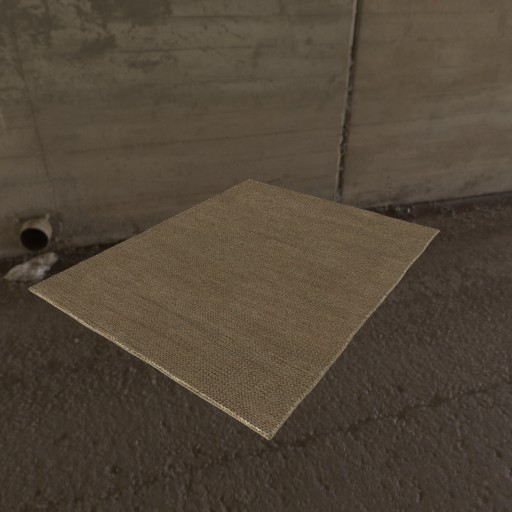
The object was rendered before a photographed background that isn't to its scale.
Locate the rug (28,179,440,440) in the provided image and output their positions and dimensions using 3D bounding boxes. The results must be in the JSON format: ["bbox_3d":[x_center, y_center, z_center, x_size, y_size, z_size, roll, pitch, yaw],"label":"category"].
[{"bbox_3d":[0.000,0.000,4.084,2.429,0.030,3.052,21,37,30],"label":"rug"}]
